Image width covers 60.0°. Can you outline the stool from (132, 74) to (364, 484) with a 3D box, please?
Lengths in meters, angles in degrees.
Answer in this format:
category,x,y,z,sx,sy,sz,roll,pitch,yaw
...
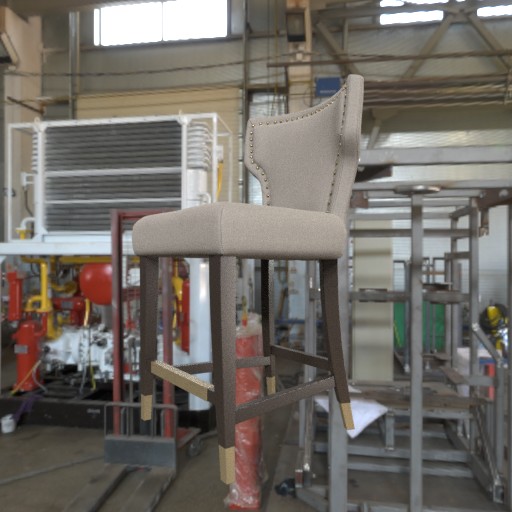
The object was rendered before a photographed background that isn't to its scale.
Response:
category,x,y,z,sx,sy,sz,roll,pitch,yaw
stool,0.000,0.000,1.291,0.563,0.982,0.527,0,0,-36
